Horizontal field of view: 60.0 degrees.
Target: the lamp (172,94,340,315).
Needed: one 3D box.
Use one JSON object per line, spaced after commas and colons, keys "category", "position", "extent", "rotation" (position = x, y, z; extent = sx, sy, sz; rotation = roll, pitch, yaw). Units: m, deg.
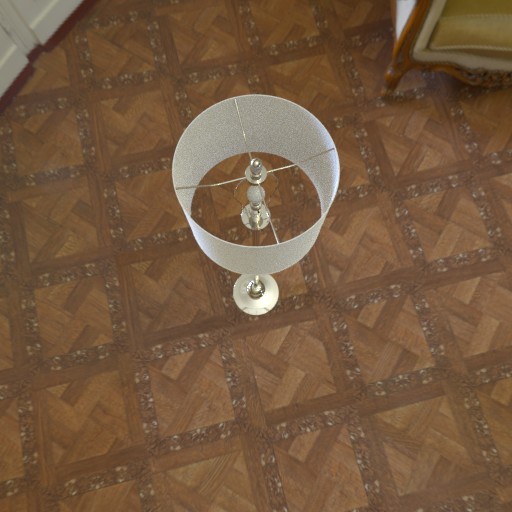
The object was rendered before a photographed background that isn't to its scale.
{"category": "lamp", "position": [0.000, 0.000, 1.635], "extent": [0.356, 1.487, 0.356], "rotation": [-15, 75, -4]}
